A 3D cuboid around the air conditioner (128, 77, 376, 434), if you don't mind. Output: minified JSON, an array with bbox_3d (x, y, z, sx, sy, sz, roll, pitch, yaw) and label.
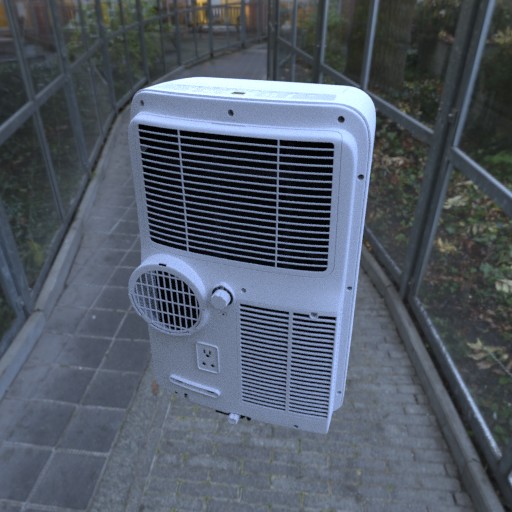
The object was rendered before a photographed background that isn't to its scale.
[{"bbox_3d":[0.000,0.000,0.949,0.454,0.700,0.365,10,33,16],"label":"air conditioner"}]
